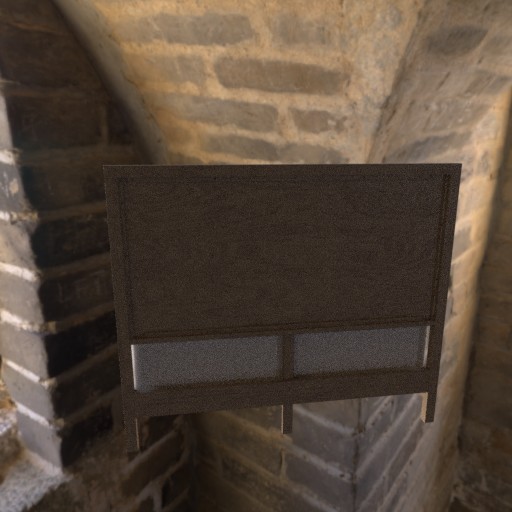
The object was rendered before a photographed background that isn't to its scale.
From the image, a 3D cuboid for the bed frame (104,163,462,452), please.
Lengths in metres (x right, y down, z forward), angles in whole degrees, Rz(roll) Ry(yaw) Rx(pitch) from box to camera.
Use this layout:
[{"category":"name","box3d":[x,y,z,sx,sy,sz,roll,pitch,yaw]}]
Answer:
[{"category":"bed frame","box3d":[0.000,0.000,3.160,1.606,1.369,2.189,-2,14,-8]}]
